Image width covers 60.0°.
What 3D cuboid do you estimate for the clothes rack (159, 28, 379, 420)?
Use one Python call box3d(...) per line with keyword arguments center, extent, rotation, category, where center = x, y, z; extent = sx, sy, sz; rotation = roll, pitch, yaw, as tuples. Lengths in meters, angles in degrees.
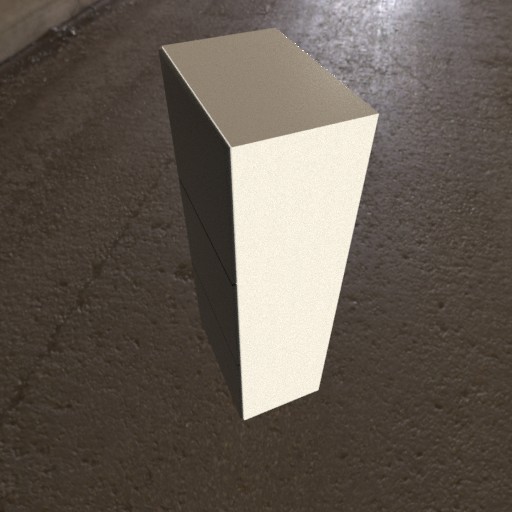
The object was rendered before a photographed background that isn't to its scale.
box3d(center=(0.000, 0.000, 1.435), extent=(0.330, 1.187, 0.500), rotation=(-17, 49, -15), category="clothes rack")
